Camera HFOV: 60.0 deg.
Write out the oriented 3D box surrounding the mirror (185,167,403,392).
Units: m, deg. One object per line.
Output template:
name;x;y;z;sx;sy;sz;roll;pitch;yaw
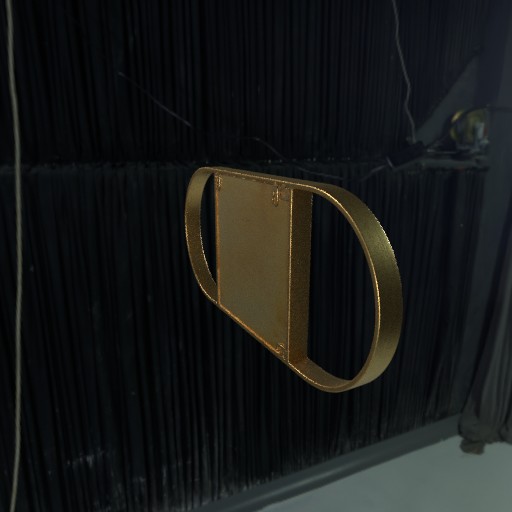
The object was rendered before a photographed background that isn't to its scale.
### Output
mirror;0.000;0.000;0.697;0.032;0.254;0.584;-8;17;-27
